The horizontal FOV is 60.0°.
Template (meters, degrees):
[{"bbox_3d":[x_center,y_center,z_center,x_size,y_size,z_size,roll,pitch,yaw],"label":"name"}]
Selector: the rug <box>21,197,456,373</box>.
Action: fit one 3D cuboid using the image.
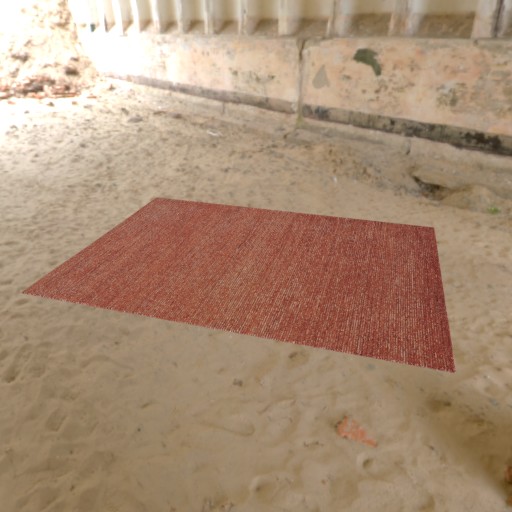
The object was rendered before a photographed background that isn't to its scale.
[{"bbox_3d":[0.000,0.000,5.020,3.965,0.025,2.803,8,29,15],"label":"rug"}]
